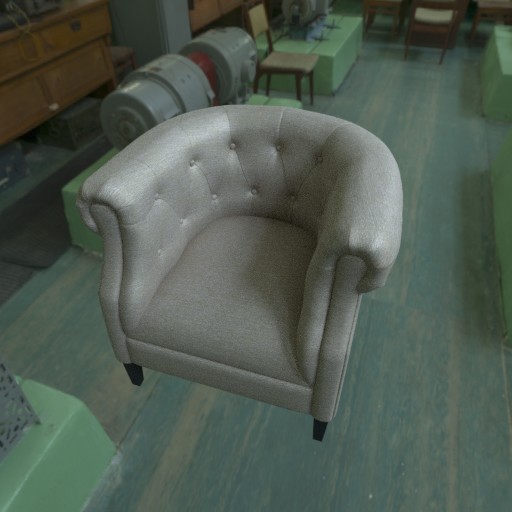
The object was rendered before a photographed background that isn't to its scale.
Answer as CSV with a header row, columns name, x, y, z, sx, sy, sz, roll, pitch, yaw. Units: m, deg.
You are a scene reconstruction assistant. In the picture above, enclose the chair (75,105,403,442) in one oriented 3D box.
name,x,y,z,sx,sy,sz,roll,pitch,yaw
chair,0.000,0.000,1.589,0.905,0.827,0.852,12,42,14
